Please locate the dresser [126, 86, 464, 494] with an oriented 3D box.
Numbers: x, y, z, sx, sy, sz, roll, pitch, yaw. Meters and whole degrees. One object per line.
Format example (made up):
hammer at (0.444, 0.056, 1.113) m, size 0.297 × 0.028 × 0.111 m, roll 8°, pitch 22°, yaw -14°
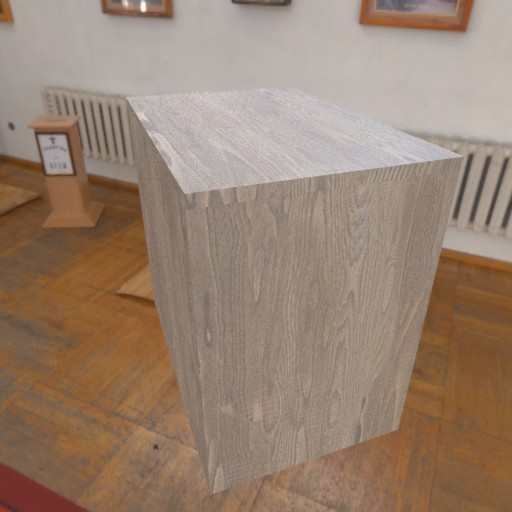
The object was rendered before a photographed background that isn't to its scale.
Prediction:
dresser at (0.000, 0.000, 1.265) m, size 0.529 × 0.762 × 0.809 m, roll -11°, pitch 32°, yaw -17°
